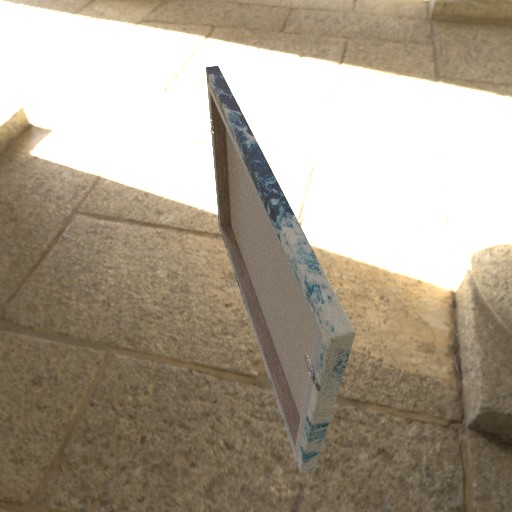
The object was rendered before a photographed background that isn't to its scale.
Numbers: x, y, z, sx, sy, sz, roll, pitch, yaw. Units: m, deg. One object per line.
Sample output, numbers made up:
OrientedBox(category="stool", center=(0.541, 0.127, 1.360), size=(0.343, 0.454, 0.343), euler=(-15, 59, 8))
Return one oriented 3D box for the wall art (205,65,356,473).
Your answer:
OrientedBox(category="wall art", center=(0.000, 0.000, 1.158), size=(0.042, 0.610, 0.915), euler=(-12, 48, -11))
